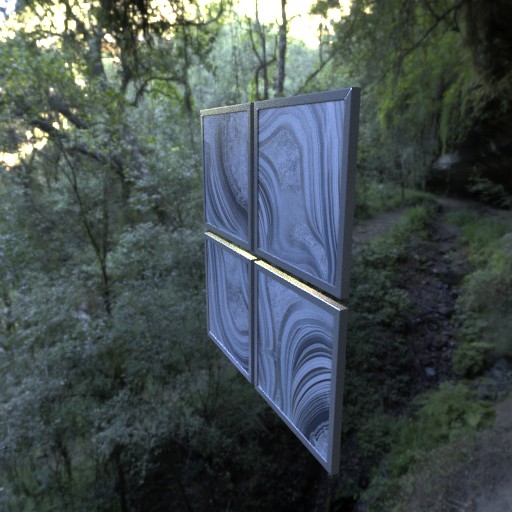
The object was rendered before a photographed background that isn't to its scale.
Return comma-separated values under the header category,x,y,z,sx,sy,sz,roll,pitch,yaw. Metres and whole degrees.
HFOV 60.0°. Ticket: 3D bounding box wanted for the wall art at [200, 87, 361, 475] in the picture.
category,x,y,z,sx,sy,sz,roll,pitch,yaw
wall art,0.000,0.000,1.704,0.029,1.118,1.118,-7,17,-25
